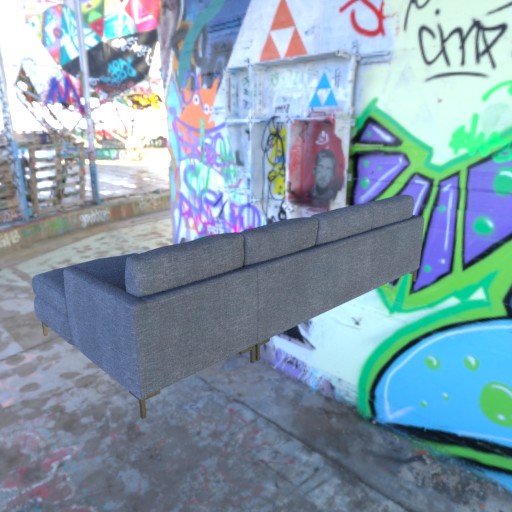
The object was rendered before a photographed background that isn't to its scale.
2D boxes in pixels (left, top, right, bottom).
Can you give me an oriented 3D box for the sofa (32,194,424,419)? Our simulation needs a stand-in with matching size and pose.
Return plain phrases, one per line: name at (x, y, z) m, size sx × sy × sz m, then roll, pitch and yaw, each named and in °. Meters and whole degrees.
sofa at (0.000, 0.000, 3.465) m, size 2.932 × 0.810 × 1.350 m, roll -16°, pitch 23°, yaw -42°
